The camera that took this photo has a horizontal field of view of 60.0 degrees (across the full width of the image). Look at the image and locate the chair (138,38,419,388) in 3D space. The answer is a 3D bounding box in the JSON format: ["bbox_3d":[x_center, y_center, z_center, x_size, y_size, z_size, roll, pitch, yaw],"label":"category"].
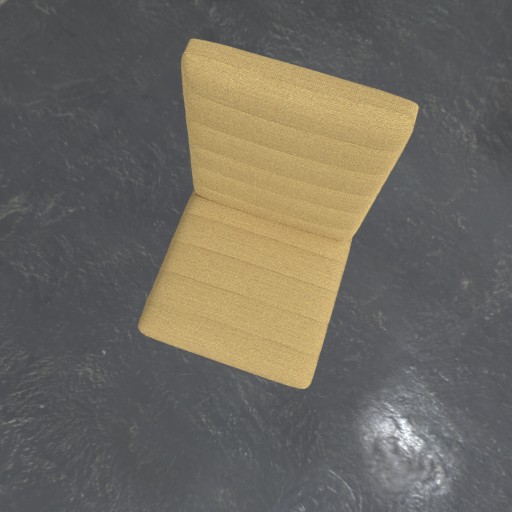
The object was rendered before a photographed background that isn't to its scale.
[{"bbox_3d":[0.000,0.000,1.291,0.520,0.930,0.634,18,77,4],"label":"chair"}]
